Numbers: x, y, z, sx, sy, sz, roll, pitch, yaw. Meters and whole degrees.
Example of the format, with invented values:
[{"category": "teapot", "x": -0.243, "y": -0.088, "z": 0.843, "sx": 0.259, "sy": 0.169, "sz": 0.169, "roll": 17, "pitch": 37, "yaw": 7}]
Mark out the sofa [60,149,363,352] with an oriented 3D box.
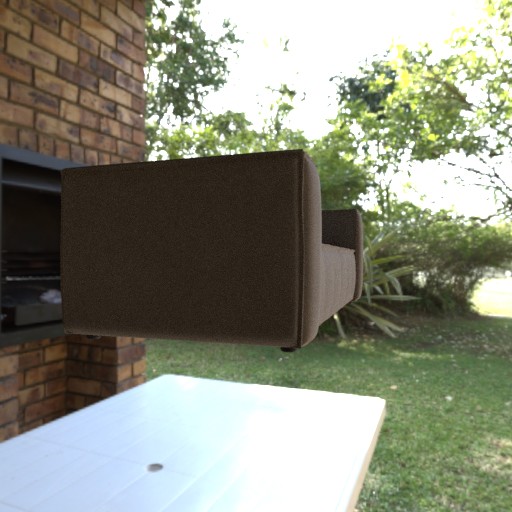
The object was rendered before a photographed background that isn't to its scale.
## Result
[{"category": "sofa", "x": 0.000, "y": 0.000, "z": 2.498, "sx": 1.038, "sy": 0.680, "sz": 1.995, "roll": 0, "pitch": -1, "yaw": 18}]
